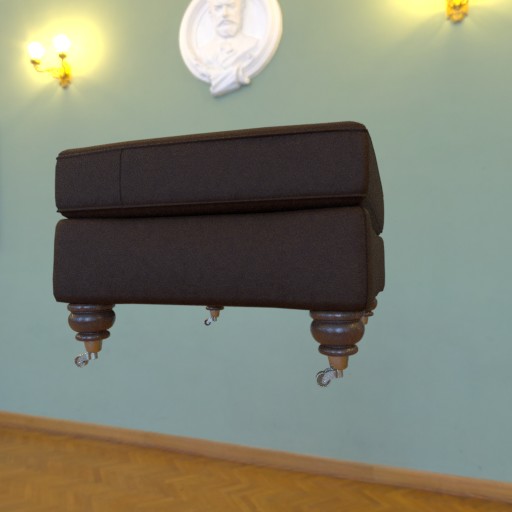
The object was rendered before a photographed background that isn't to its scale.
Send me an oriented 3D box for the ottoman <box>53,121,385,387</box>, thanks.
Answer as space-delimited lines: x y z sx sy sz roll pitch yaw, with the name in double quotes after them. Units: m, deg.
0.000 0.000 1.779 0.967 0.730 1.187 -1 -2 18 "ottoman"
